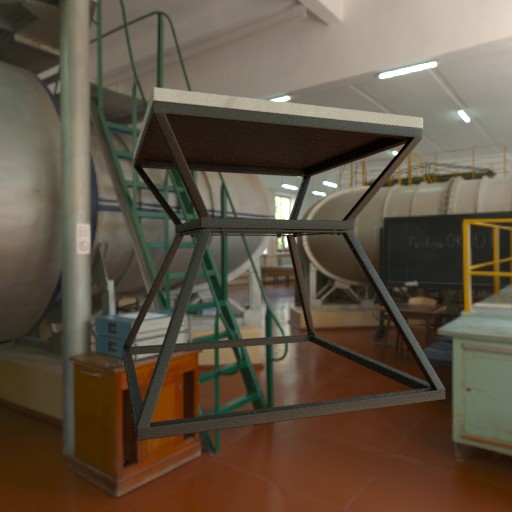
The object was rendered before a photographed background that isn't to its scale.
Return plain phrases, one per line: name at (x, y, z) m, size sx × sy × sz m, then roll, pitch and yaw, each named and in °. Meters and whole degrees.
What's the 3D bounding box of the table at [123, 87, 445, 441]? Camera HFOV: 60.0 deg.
table at (0.000, 0.000, 0.812) m, size 0.455 × 0.431 × 0.455 m, roll 0°, pitch 1°, yaw -19°
